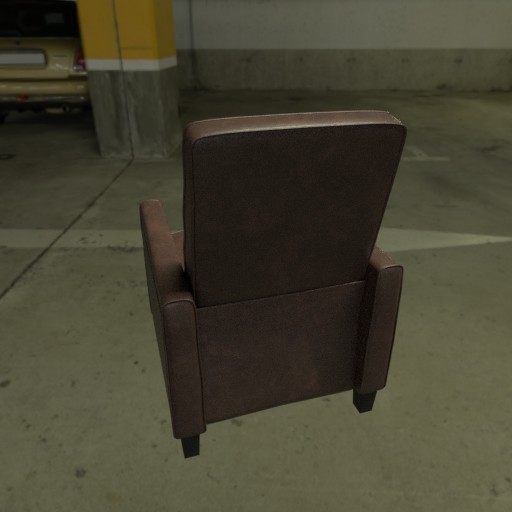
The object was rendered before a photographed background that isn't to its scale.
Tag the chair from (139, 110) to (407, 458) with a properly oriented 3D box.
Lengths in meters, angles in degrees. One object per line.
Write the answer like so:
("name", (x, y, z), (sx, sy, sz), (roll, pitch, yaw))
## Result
("chair", (0.000, 0.000, 1.484), (0.705, 1.013, 0.746), (-8, 28, -15))
